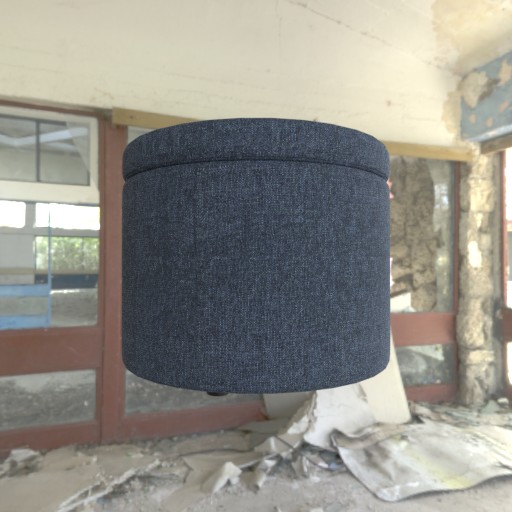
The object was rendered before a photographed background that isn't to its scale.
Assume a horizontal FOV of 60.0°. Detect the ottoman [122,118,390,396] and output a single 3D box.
[{"bbox_3d":[0.000,0.000,0.864,0.500,0.419,0.500,0,-1,0],"label":"ottoman"}]
